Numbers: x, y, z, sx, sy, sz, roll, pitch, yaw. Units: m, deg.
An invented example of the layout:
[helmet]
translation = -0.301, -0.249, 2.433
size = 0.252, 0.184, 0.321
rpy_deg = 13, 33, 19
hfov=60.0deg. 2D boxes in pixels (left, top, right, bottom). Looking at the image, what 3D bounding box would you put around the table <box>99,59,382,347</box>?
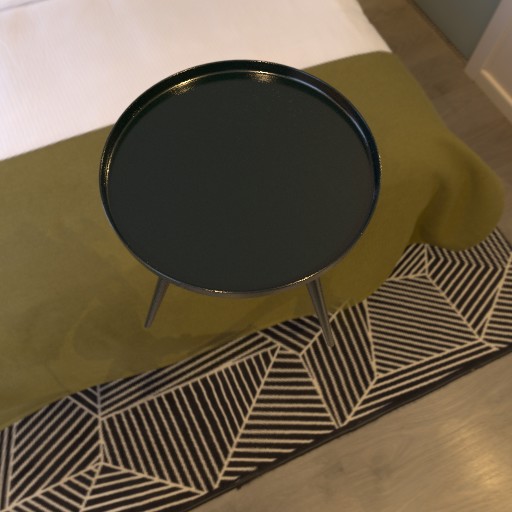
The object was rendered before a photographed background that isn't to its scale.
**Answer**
[table]
translation = 0.000, 0.000, 0.826
size = 0.415, 0.548, 0.403
rpy_deg = 33, 69, 14
